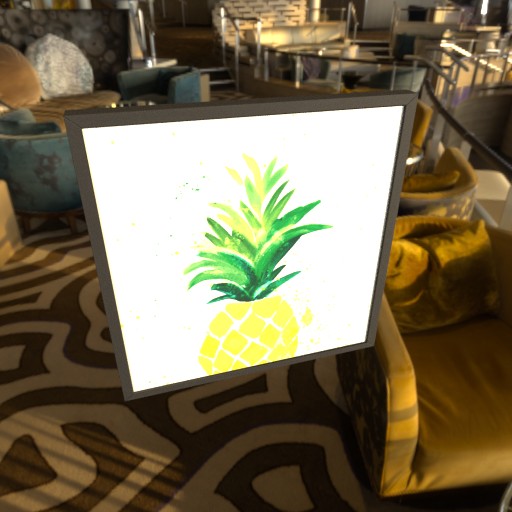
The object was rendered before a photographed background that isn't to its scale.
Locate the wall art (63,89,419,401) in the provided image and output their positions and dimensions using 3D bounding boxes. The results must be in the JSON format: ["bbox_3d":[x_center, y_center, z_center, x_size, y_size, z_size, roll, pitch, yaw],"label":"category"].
[{"bbox_3d":[0.000,0.000,0.754,0.508,0.507,0.033,-9,32,-15],"label":"wall art"}]
